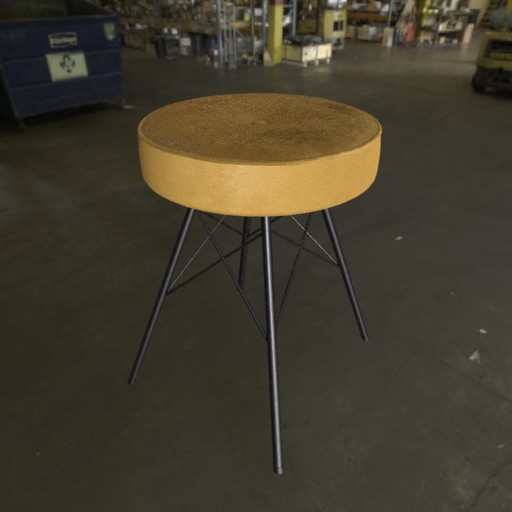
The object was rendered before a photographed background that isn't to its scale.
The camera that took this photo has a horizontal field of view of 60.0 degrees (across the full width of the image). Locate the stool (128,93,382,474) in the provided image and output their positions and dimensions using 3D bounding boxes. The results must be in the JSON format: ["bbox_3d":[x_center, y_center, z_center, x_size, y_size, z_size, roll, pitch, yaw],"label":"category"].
[{"bbox_3d":[0.000,0.000,0.934,0.438,0.595,0.472,21,37,30],"label":"stool"}]
